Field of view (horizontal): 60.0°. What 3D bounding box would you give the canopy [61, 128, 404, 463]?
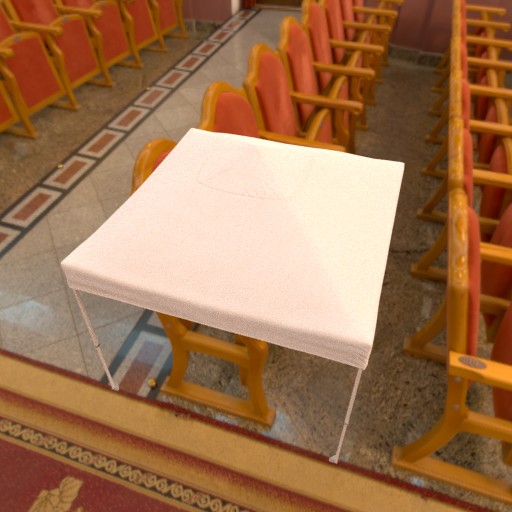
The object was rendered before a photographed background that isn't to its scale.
[{"bbox_3d":[0.000,0.000,5.441,2.996,2.997,2.998,13,44,14],"label":"canopy"}]
